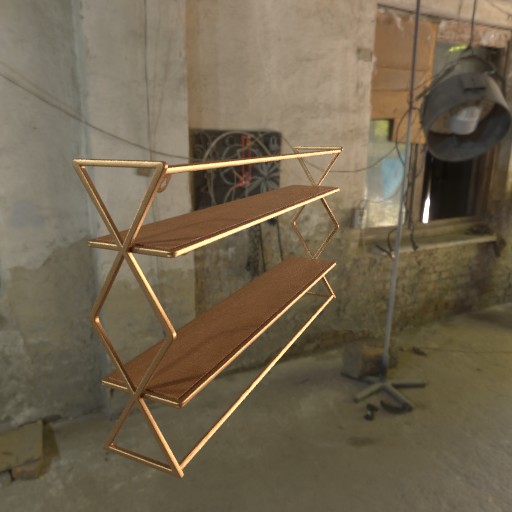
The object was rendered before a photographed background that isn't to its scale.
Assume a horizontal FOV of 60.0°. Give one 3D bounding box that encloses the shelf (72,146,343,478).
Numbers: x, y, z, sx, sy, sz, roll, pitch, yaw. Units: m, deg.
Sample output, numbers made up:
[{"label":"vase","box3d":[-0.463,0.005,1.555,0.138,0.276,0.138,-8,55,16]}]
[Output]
[{"label":"shelf","box3d":[0.000,0.000,0.971,0.150,0.450,0.822,7,17,24]}]
